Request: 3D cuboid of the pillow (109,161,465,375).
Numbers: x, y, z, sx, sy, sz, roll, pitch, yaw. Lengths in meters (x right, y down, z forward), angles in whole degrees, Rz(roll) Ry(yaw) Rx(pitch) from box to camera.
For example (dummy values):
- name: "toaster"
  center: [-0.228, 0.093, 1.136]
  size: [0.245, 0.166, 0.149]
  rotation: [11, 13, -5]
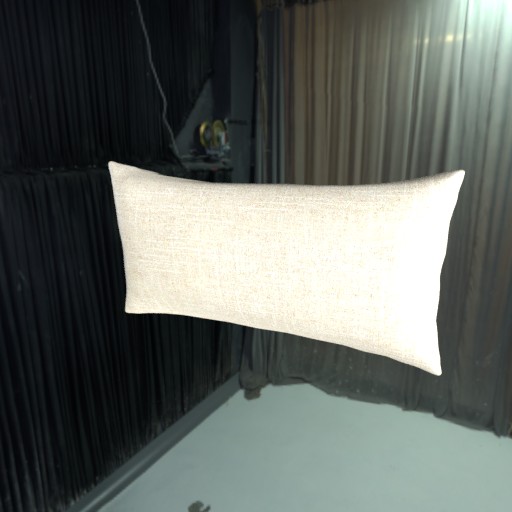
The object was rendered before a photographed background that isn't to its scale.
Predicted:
- name: "pillow"
  center: [0.000, 0.000, 1.053]
  size: [0.859, 0.429, 0.197]
  rotation: [7, 16, 25]
